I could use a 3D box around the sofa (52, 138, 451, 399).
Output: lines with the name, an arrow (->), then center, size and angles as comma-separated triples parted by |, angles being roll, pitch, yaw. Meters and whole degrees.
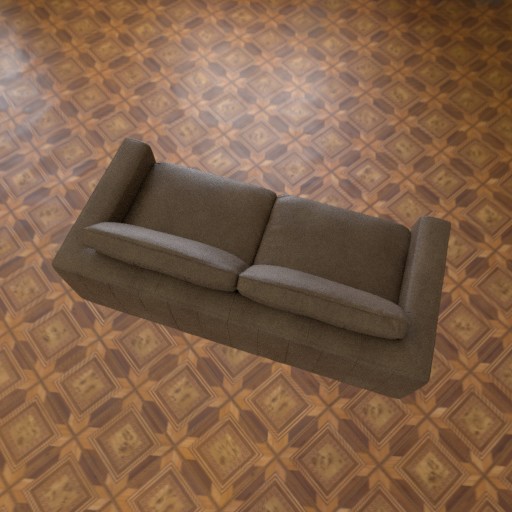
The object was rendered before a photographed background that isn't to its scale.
sofa -> 0.000, 0.000, 2.852 | 2.262, 0.801, 1.070 | 16, 64, 8
